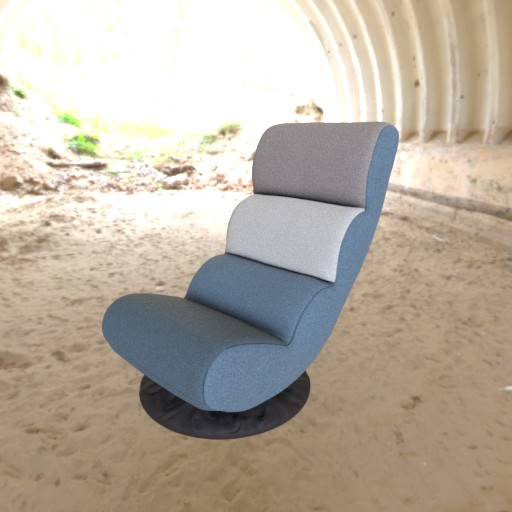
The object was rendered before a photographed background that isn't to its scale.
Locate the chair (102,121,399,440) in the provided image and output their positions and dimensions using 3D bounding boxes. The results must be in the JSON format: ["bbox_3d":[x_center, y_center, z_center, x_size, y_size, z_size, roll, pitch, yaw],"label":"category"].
[{"bbox_3d":[0.000,0.000,1.089,0.420,0.641,0.661,15,21,43],"label":"chair"}]
